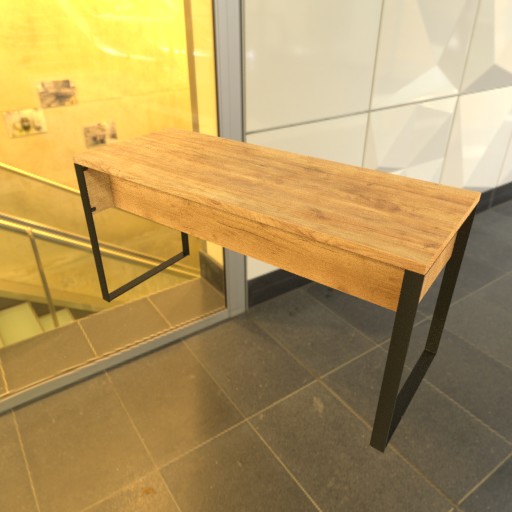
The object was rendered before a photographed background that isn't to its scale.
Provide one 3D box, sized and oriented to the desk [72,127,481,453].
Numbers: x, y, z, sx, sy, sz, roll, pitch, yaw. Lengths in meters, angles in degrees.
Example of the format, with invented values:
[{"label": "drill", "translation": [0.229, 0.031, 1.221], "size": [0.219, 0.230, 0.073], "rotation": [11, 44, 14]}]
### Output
[{"label": "desk", "translation": [0.000, 0.000, 1.923], "size": [1.520, 0.760, 0.600], "rotation": [20, 36, 30]}]
